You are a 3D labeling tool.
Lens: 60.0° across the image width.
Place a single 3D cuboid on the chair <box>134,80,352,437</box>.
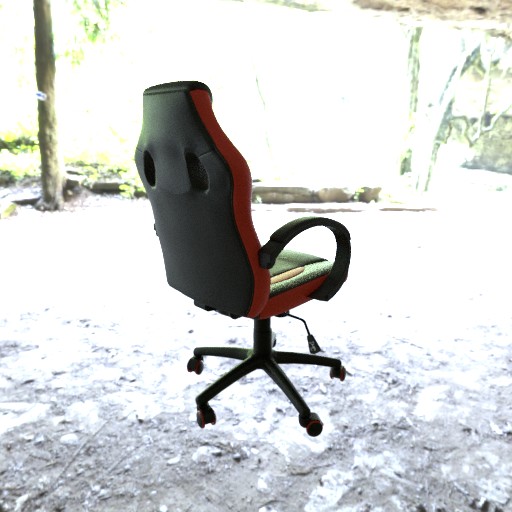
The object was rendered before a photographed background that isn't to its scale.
[{"bbox_3d":[0.000,0.000,1.426,0.642,1.016,0.600,-15,21,-42],"label":"chair"}]
